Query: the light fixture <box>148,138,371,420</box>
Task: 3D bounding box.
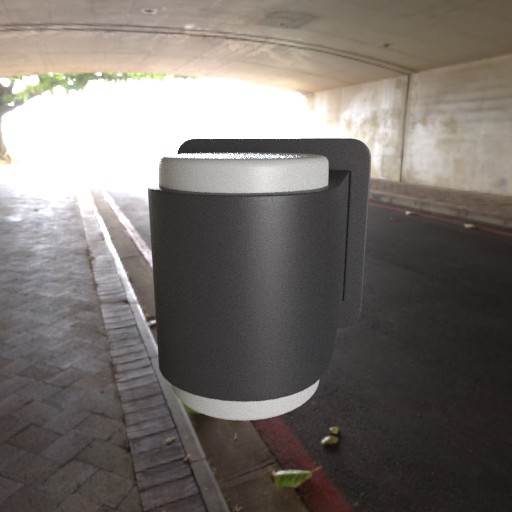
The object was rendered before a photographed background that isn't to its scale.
[{"bbox_3d":[0.000,0.000,0.212,0.109,0.109,0.132,3,15,10],"label":"light fixture"}]
